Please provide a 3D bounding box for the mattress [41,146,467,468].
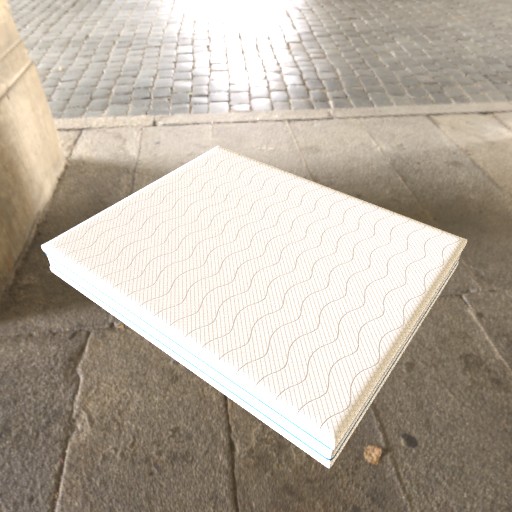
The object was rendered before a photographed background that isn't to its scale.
[{"bbox_3d":[0.000,0.000,2.720,2.000,0.230,1.600,27,48,27],"label":"mattress"}]
